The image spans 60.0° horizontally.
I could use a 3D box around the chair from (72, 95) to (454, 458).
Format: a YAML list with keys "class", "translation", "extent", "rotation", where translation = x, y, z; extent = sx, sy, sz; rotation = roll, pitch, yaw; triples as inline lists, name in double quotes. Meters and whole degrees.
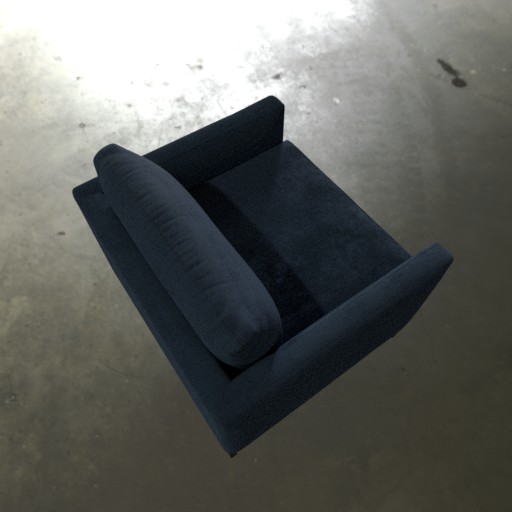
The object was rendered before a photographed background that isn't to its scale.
- class: "chair"
  translation: [0.000, 0.000, 1.592]
  extent: [0.875, 0.812, 0.964]
  rotation: [-31, 63, -18]
